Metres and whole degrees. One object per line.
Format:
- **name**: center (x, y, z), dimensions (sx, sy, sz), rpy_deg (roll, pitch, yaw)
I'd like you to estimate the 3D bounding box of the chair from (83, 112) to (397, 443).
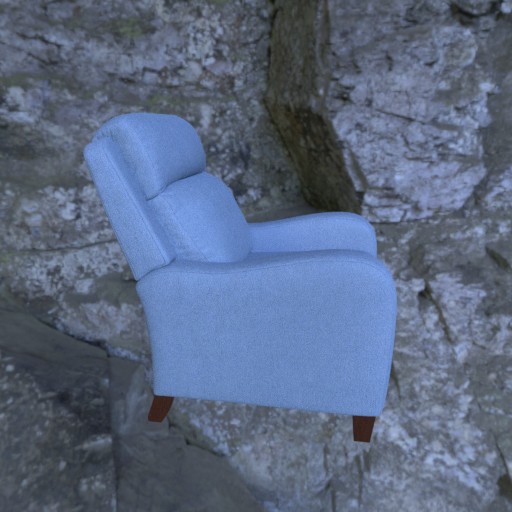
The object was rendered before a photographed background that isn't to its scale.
- **chair**: center (0.000, 0.000, 1.741), dimensions (0.988, 1.067, 0.785), rpy_deg (3, 16, 9)
